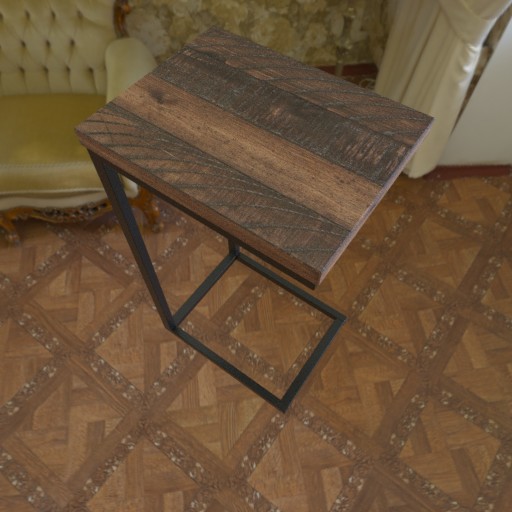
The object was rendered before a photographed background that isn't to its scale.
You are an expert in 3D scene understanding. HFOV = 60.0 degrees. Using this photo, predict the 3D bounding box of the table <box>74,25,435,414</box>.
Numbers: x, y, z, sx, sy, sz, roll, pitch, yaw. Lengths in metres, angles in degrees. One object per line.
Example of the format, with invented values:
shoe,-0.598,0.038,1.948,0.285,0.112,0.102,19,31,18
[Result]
table,0.000,0.000,0.942,0.414,0.718,0.323,31,63,18
